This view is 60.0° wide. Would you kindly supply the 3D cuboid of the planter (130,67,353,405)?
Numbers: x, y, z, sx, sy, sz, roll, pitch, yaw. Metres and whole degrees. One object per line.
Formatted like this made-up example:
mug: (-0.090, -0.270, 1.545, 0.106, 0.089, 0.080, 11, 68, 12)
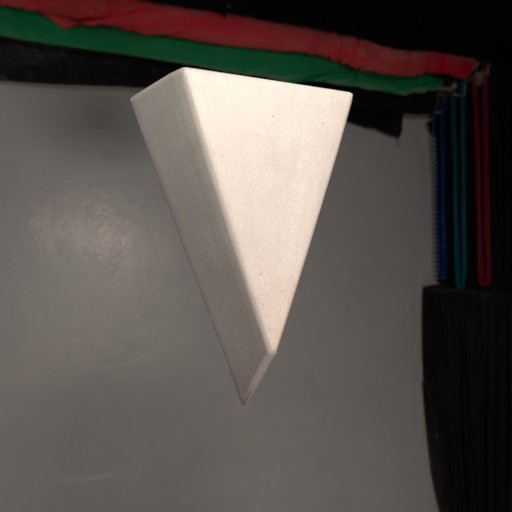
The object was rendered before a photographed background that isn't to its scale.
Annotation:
planter: (0.000, 0.000, 0.276, 0.150, 0.197, 0.060, 1, -2, -19)
